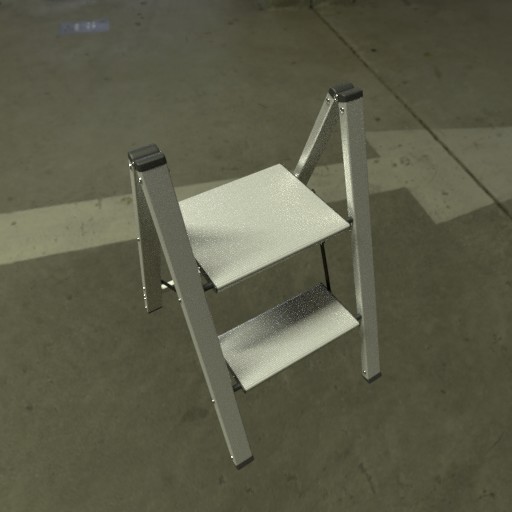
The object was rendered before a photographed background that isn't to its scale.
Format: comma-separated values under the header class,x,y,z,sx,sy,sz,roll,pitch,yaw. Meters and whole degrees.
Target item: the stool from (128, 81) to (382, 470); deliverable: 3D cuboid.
class,x,y,z,sx,sy,sz,roll,pitch,yaw
stool,0.000,0.000,0.978,0.440,0.670,0.535,-25,52,-22
